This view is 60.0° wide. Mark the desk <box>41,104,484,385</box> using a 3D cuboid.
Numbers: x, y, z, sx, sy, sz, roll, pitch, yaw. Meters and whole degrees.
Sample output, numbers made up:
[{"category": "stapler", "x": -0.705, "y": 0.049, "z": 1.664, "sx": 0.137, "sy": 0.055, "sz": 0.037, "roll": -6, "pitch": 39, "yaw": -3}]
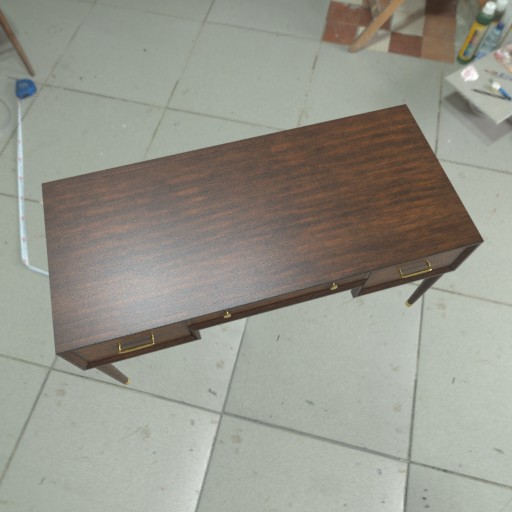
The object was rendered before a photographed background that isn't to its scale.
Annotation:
[{"category": "desk", "x": 0.000, "y": 0.000, "z": 2.050, "sx": 1.575, "sy": 0.762, "sz": 0.724, "roll": -14, "pitch": 65, "yaw": -7}]
